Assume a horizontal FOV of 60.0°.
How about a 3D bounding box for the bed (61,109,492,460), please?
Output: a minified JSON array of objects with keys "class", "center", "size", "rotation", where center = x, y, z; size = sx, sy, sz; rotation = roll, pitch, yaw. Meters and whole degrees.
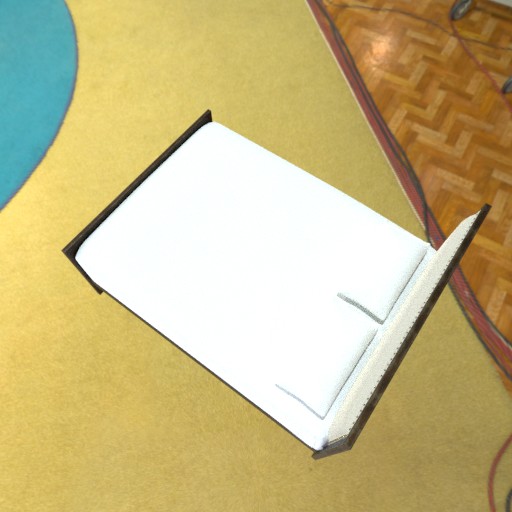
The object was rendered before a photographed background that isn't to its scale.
[{"class":"bed","center":[0.000,0.000,3.160],"size":[2.221,1.313,1.607],"rotation":[33,68,15]}]
